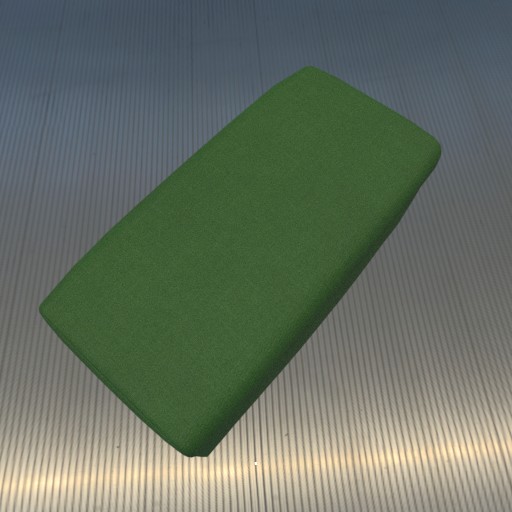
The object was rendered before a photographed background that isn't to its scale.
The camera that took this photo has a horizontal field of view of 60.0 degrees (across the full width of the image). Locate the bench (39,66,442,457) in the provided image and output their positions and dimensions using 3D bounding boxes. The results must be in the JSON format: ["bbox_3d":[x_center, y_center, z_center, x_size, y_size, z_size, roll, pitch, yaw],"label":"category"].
[{"bbox_3d":[0.000,0.000,1.259,0.505,0.501,0.989,38,70,16],"label":"bench"}]
